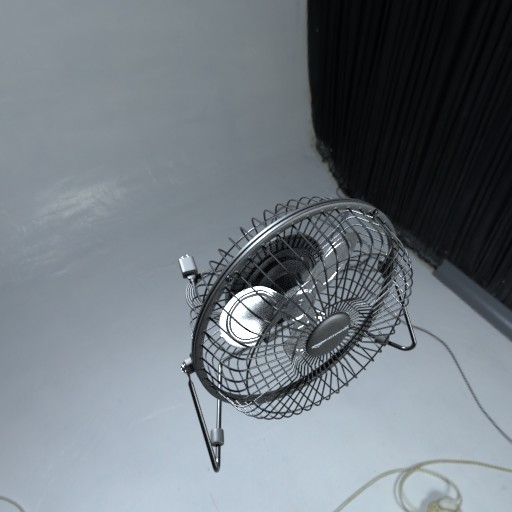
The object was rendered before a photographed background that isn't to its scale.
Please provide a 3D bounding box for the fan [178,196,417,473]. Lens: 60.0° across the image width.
[{"bbox_3d":[0.000,0.000,0.377,0.209,0.188,0.227,-24,51,-21],"label":"fan"}]
